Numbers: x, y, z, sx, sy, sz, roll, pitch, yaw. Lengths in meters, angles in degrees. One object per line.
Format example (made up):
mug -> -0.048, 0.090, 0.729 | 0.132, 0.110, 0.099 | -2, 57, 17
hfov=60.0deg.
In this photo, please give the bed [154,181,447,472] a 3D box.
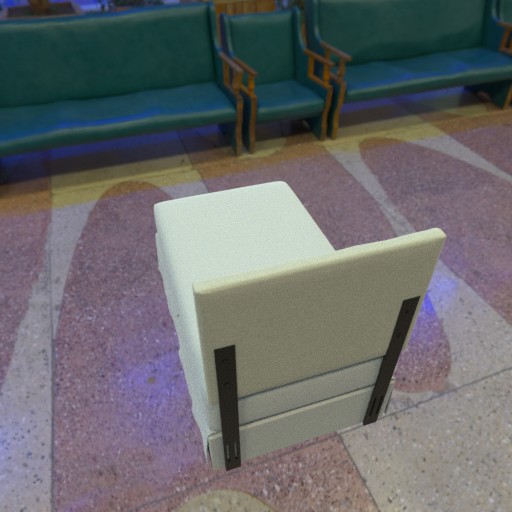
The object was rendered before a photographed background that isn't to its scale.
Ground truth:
bed -> 0.000, 0.000, 3.021 | 1.261, 1.571, 1.997 | -12, 43, -14
